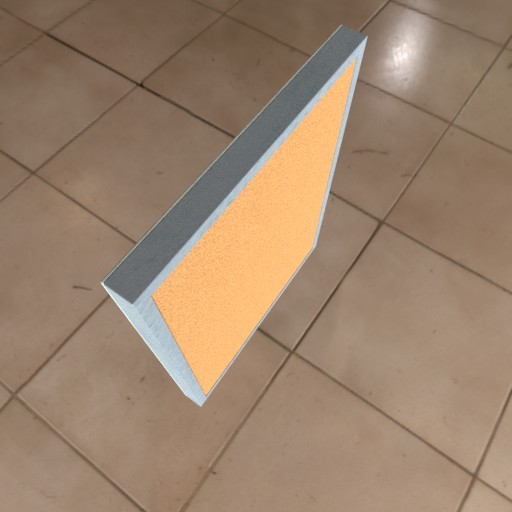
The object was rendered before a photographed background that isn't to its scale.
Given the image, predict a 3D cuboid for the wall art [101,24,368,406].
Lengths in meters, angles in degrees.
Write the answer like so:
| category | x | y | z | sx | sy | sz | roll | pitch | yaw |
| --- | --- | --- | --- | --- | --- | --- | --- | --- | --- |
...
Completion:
| category | x | y | z | sx | sy | sz | roll | pitch | yaw |
| --- | --- | --- | --- | --- | --- | --- | --- | --- | --- |
| wall art | 0.000 | 0.000 | 0.670 | 0.037 | 0.509 | 0.409 | 31 | 67 | 15 |
